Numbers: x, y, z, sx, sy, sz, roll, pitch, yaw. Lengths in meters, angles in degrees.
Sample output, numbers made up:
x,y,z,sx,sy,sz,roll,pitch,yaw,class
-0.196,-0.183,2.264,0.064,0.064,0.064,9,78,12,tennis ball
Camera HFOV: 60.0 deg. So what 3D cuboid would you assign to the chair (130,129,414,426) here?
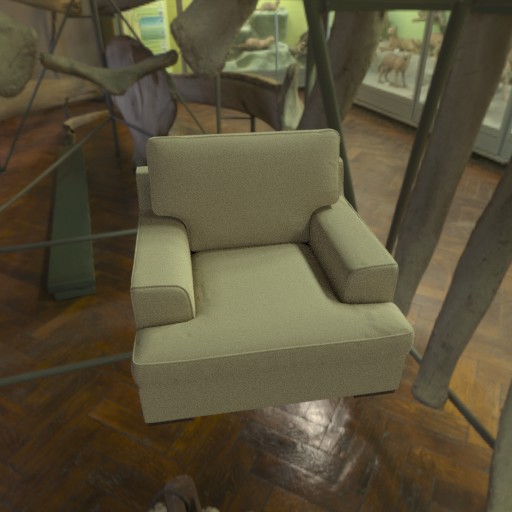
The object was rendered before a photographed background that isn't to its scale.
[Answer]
x,y,z,sx,sy,sz,roll,pitch,yaw,class
0.000,0.000,2.180,1.293,1.005,1.274,-9,33,-14,chair
